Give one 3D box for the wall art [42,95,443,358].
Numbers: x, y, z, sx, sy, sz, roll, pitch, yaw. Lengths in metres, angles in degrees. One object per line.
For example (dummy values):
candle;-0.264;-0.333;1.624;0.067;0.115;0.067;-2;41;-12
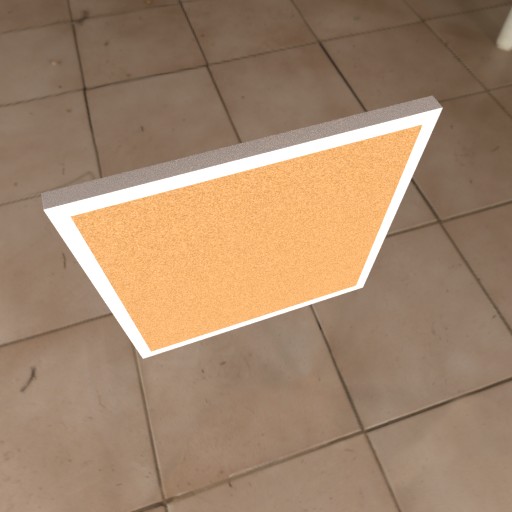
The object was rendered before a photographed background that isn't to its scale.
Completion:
wall art;0.000;0.000;1.137;0.762;0.762;0.038;-17;60;-10
